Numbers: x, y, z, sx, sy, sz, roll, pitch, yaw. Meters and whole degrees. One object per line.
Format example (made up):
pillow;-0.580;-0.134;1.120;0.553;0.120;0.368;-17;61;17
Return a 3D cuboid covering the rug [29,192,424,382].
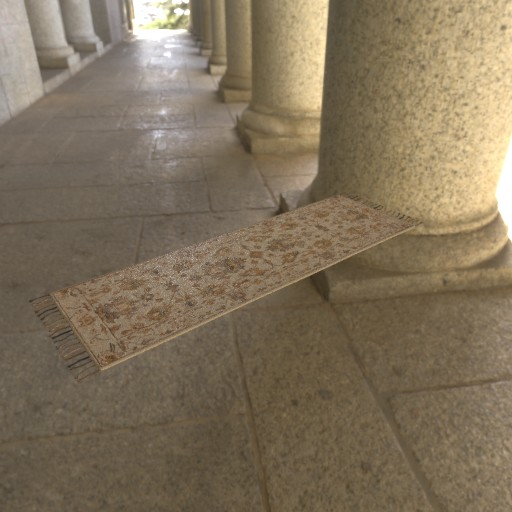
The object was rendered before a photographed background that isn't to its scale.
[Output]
rug;0.000;0.000;2.704;2.438;0.021;0.729;-21;36;-32
